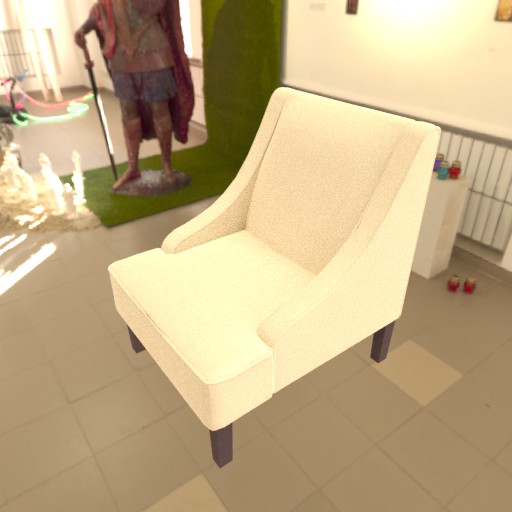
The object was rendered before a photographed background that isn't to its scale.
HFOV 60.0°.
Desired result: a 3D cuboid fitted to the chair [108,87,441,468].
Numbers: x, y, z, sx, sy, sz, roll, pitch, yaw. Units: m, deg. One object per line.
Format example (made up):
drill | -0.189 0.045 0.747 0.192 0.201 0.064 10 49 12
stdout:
chair | 0.000 0.000 1.474 0.806 0.886 0.689 -21 38 -31
